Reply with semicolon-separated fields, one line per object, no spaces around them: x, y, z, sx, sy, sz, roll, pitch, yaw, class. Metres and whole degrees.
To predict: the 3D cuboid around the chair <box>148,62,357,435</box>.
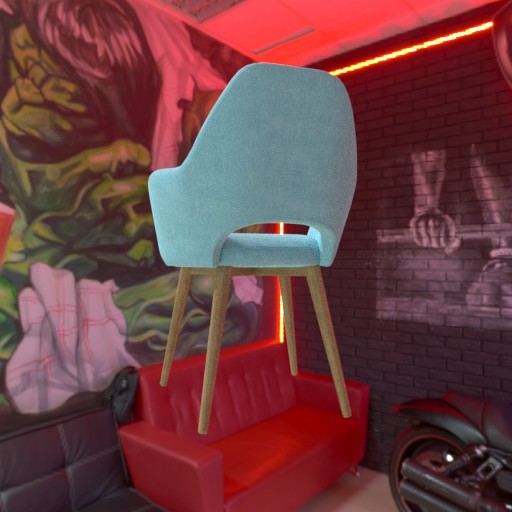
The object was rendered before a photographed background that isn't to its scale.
0.000;0.000;1.256;0.590;0.840;0.610;0;-1;-18;chair
